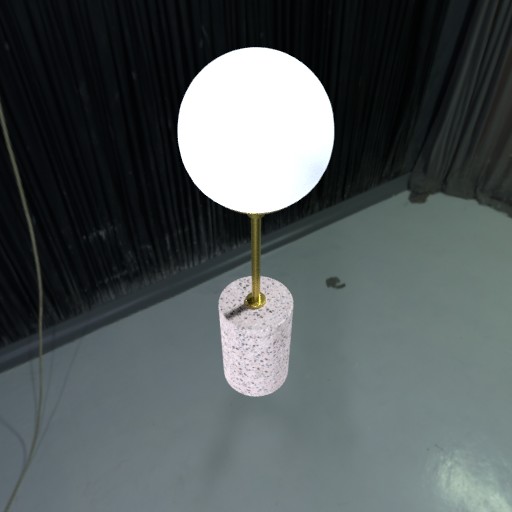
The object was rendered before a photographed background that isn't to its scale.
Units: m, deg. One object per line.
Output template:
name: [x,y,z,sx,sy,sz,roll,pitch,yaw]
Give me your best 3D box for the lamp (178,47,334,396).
lamp: [0.000,0.000,0.549,0.153,0.480,0.153,0,42,0]
